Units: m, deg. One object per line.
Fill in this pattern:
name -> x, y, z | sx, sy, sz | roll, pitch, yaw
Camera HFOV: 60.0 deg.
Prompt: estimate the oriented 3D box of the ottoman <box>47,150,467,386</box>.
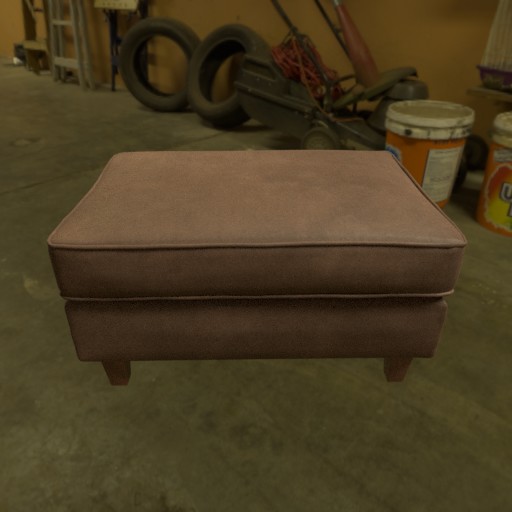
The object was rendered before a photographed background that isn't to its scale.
ottoman -> 0.000, 0.000, 1.208 | 0.860, 0.481, 0.596 | -1, 31, -1
